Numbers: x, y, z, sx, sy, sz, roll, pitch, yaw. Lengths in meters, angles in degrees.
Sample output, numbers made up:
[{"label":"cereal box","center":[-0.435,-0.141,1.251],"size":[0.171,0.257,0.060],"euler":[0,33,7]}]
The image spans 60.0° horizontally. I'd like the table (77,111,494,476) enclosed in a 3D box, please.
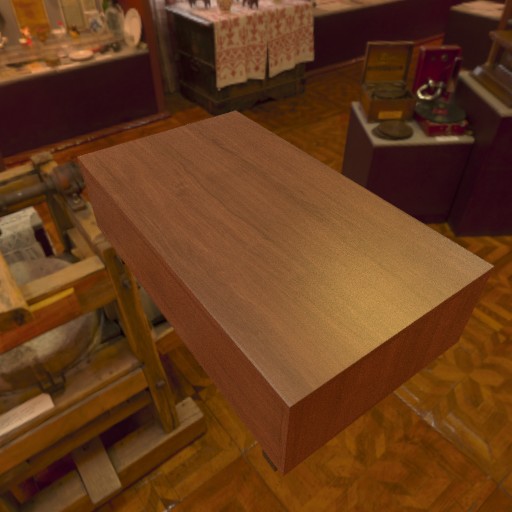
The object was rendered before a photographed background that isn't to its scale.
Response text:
[{"label":"table","center":[0.000,0.000,1.288],"size":[0.600,0.380,1.020],"euler":[-25,47,-26]}]
